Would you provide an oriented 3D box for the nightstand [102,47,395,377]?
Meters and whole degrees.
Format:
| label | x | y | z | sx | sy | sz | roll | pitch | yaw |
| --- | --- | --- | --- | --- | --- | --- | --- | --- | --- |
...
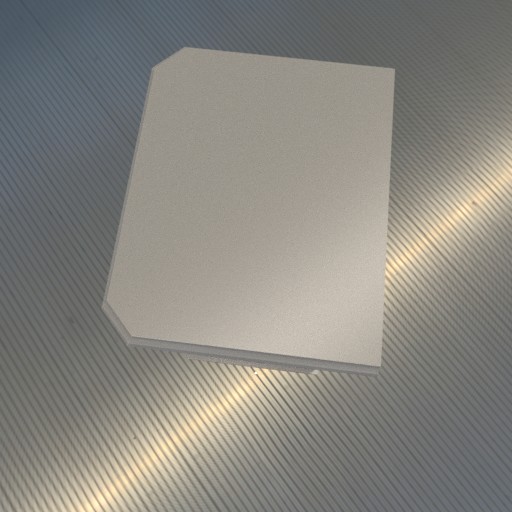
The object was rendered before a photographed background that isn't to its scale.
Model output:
| label | x | y | z | sx | sy | sz | roll | pitch | yaw |
| --- | --- | --- | --- | --- | --- | --- | --- | --- | --- |
| nightstand | 0.000 | 0.000 | 0.909 | 0.348 | 0.680 | 0.435 | 7 | 75 | 2 |
